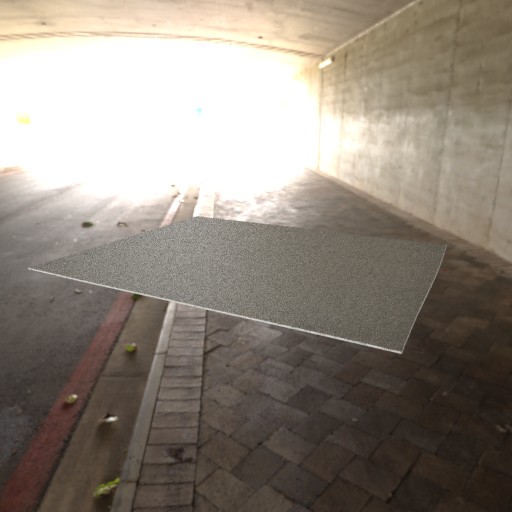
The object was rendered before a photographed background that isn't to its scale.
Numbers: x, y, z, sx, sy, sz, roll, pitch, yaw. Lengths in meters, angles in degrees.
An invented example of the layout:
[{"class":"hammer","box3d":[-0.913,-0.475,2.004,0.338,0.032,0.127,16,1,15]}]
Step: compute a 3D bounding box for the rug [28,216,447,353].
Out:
[{"class":"rug","box3d":[0.000,0.000,4.075,3.061,0.014,2.447,9,19,27]}]
